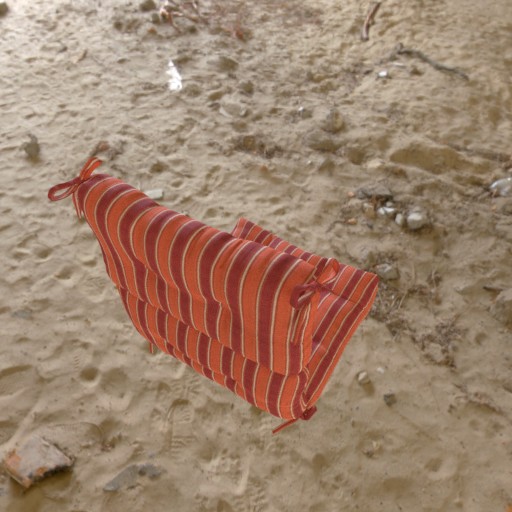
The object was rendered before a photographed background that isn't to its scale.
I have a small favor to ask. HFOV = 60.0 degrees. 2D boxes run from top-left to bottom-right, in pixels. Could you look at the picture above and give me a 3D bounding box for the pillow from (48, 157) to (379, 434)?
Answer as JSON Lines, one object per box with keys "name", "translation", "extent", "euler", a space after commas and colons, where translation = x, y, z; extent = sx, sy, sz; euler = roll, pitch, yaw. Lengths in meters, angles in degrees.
{"name": "pillow", "translation": [0.000, 0.000, 1.016], "extent": [0.519, 0.605, 0.571], "euler": [24, 51, 22]}
